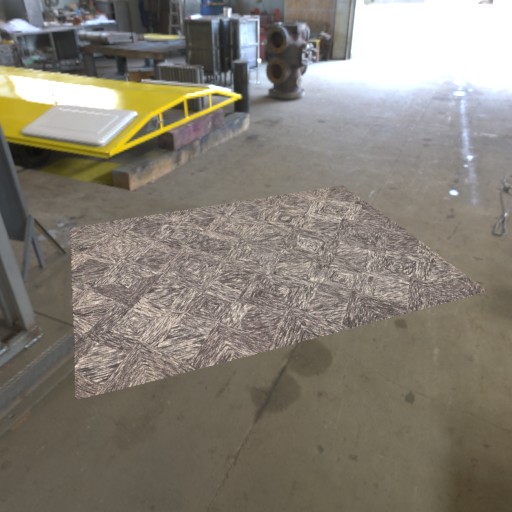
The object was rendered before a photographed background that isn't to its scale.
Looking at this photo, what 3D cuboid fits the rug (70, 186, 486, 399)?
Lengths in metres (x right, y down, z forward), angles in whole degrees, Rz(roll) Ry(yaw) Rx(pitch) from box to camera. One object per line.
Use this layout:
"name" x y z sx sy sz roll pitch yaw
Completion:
"rug" 0.000 0.000 5.212 4.093 0.020 2.997 -11 34 -17
